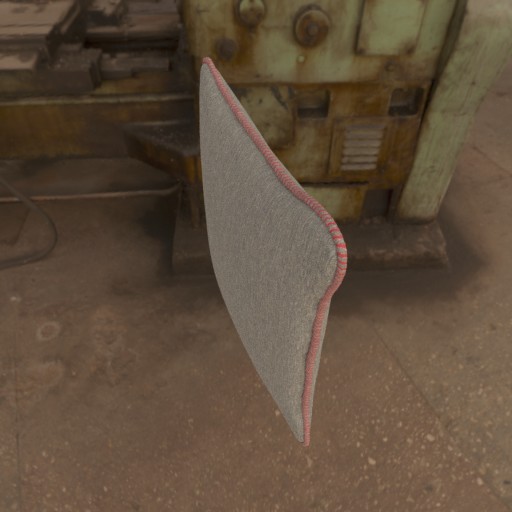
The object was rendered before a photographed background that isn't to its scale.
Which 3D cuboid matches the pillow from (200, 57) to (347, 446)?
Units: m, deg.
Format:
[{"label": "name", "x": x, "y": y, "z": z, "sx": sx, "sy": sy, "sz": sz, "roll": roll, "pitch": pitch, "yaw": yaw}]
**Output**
[{"label": "pillow", "x": 0.000, "y": 0.000, "z": 0.738, "sx": 0.124, "sy": 0.491, "sz": 0.482, "roll": -15, "pitch": 47, "yaw": -14}]
